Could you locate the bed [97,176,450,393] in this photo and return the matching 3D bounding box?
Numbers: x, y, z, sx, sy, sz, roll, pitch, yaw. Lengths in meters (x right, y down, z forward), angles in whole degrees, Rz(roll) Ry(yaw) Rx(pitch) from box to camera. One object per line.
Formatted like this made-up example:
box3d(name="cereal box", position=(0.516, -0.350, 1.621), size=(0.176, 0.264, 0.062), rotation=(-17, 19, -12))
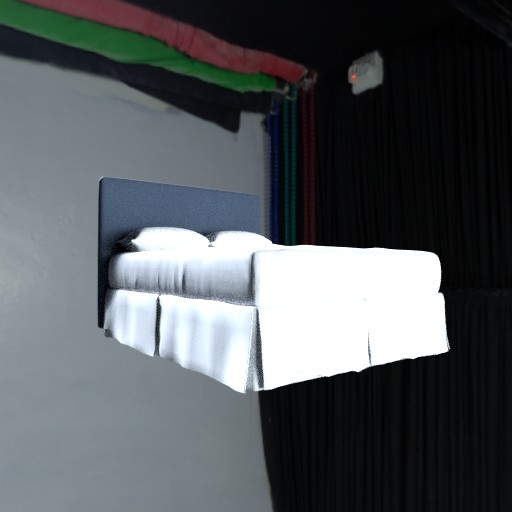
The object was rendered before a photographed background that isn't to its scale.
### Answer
box3d(name="bed", position=(0.000, 0.000, 3.312), size=(1.713, 1.330, 2.162), rotation=(1, -1, -37))
